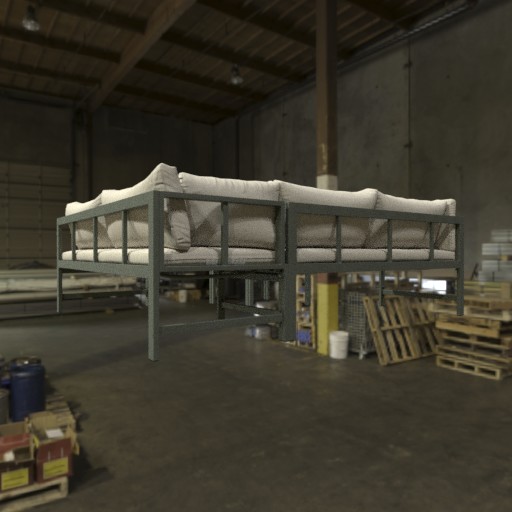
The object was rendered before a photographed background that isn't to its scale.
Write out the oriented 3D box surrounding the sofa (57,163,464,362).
[{"bbox_3d":[0.000,0.000,2.901,2.096,0.758,1.658,0,0,-35],"label":"sofa"}]
